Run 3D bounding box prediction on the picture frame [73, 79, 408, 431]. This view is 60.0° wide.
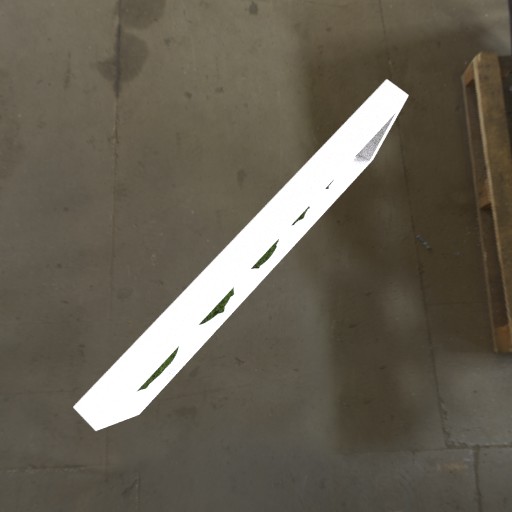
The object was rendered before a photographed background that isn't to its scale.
[{"bbox_3d":[0.000,0.000,0.847,0.050,0.250,0.759,41,79,10],"label":"picture frame"}]
